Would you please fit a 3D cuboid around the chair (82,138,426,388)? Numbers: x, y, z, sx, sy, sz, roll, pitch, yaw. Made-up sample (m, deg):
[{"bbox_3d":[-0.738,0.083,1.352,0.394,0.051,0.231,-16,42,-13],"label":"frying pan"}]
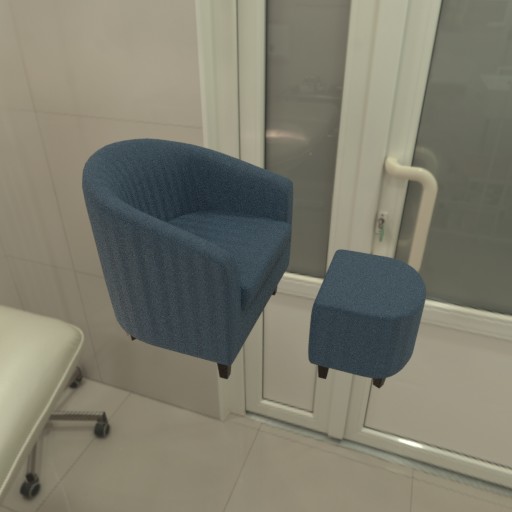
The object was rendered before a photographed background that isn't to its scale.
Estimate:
[{"bbox_3d":[0.000,0.000,1.748,1.288,0.757,0.756,11,32,17],"label":"chair"}]
